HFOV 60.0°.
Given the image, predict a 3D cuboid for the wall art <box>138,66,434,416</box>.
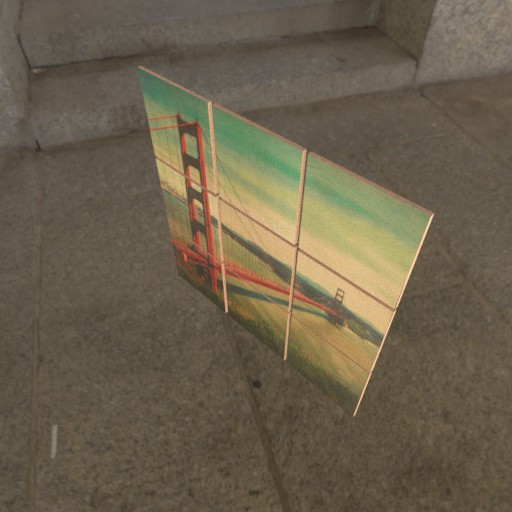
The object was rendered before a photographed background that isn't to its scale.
[{"bbox_3d":[0.000,0.000,1.835,1.217,1.207,0.016,35,56,28],"label":"wall art"}]
